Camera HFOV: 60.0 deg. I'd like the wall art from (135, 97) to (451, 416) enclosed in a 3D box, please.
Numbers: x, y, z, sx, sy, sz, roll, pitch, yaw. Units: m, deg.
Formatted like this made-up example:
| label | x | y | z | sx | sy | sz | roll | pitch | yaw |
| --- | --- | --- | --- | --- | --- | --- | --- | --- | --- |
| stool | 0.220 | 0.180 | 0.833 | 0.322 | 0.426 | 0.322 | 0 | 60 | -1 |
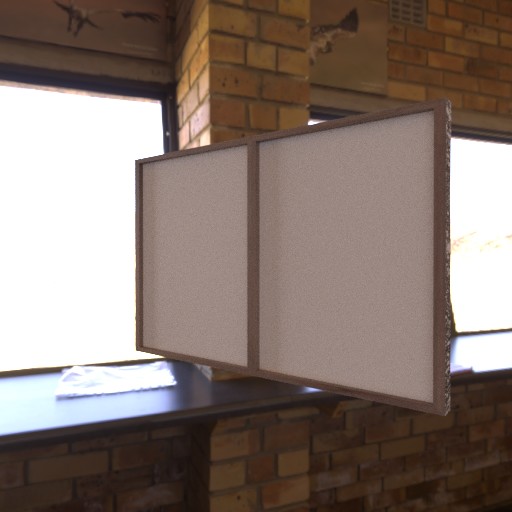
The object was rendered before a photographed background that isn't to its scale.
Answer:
| label | x | y | z | sx | sy | sz | roll | pitch | yaw |
| --- | --- | --- | --- | --- | --- | --- | --- | --- | --- |
| wall art | 0.000 | 0.000 | 1.123 | 0.919 | 0.598 | 0.038 | 0 | 1 | 37 |
